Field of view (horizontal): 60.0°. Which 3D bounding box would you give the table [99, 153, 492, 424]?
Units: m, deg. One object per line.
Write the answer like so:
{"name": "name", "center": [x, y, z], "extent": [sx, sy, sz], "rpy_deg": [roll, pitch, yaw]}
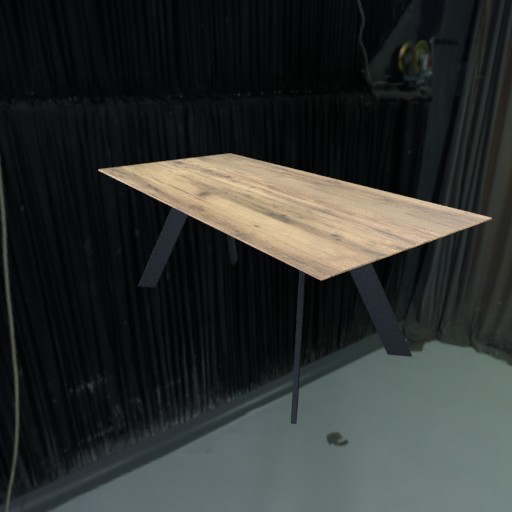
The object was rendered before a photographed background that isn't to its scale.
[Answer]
{"name": "table", "center": [0.000, 0.000, 2.489], "extent": [1.000, 0.770, 2.000], "rpy_deg": [-16, 27, -33]}
